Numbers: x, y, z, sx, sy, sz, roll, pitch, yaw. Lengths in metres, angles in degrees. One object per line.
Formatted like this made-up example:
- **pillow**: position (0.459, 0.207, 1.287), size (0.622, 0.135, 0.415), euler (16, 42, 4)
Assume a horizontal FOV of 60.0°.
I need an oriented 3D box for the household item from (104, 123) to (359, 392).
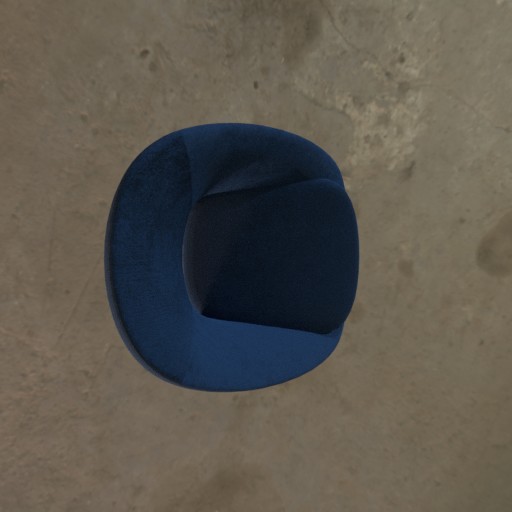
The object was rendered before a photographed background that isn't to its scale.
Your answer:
- **household item**: position (0.000, 0.000, 1.253), size (0.573, 0.852, 0.623), euler (0, 91, 2)
